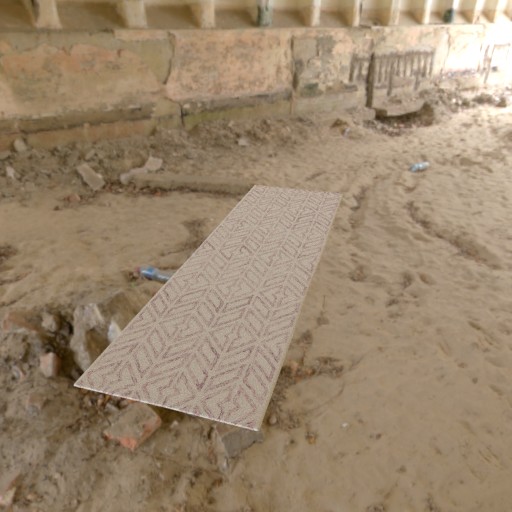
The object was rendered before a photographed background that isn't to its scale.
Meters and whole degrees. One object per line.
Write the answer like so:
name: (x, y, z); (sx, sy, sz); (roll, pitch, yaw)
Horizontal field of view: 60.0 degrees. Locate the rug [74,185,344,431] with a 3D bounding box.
rug: (0.000, 0.000, 2.650); (0.750, 0.009, 2.435); (8, 29, 15)
